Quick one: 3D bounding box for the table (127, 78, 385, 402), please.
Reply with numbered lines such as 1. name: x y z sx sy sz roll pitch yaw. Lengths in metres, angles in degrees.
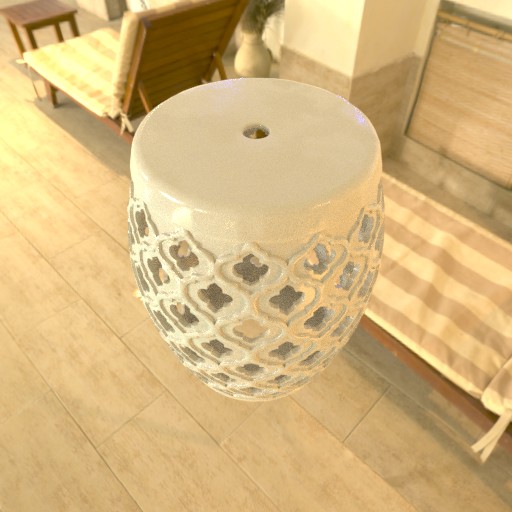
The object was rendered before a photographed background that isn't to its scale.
1. table: 0.000 0.000 0.610 0.325 0.388 0.325 0 47 0
